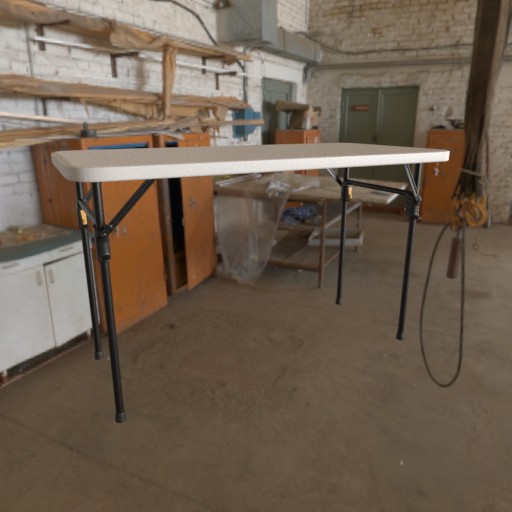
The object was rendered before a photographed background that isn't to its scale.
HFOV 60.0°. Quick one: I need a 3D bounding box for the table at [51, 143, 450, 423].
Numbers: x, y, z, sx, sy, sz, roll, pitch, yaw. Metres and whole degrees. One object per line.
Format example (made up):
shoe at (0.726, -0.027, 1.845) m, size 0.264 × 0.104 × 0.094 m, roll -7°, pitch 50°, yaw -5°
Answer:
table at (0.000, 0.000, 1.575) m, size 1.219 × 0.729 × 0.610 m, roll -9°, pitch 19°, yaw -26°
